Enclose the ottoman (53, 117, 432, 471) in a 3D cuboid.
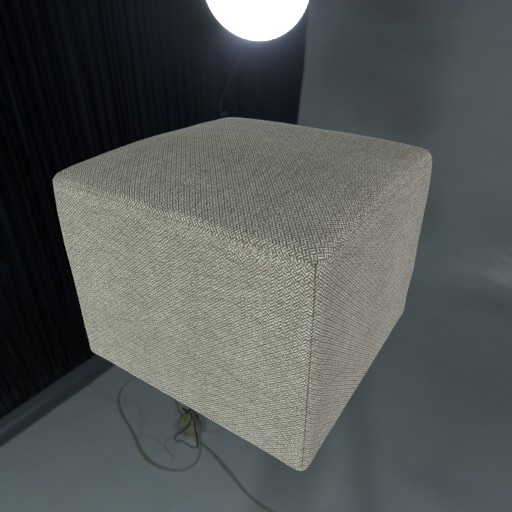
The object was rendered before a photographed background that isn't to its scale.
[{"bbox_3d":[0.000,0.000,0.895,0.519,0.453,0.512,18,35,29],"label":"ottoman"}]
